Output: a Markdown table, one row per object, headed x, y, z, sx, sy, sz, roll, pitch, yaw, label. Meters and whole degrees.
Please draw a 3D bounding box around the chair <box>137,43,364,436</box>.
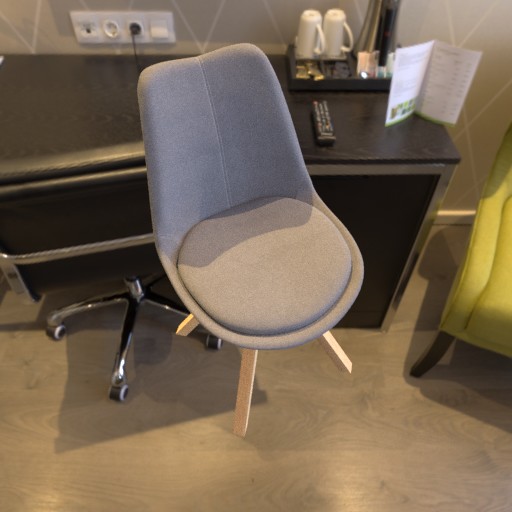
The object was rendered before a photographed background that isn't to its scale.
| x | y | z | sx | sy | sz | roll | pitch | yaw | label |
| --- | --- | --- | --- | --- | --- | --- | --- | --- | --- |
| 0.000 | 0.000 | 1.167 | 0.474 | 0.863 | 0.549 | -24 | 52 | -20 | chair |
